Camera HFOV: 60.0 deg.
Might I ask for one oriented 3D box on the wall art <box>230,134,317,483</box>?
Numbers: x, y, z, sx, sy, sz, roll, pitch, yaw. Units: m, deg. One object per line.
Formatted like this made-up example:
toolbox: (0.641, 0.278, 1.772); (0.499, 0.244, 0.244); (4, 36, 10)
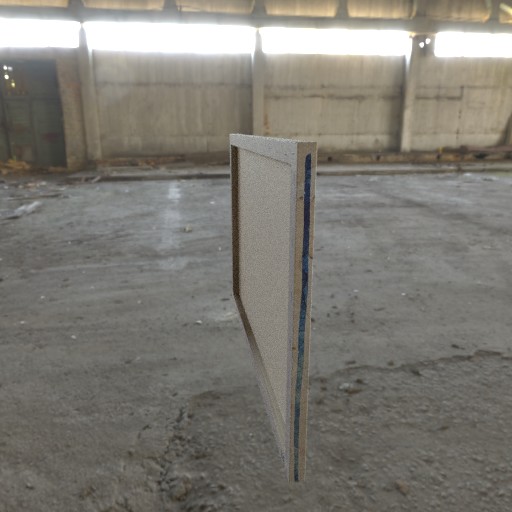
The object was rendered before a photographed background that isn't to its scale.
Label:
wall art: (0.000, 0.000, 1.453); (0.038, 0.757, 1.143); (-3, 16, -9)
